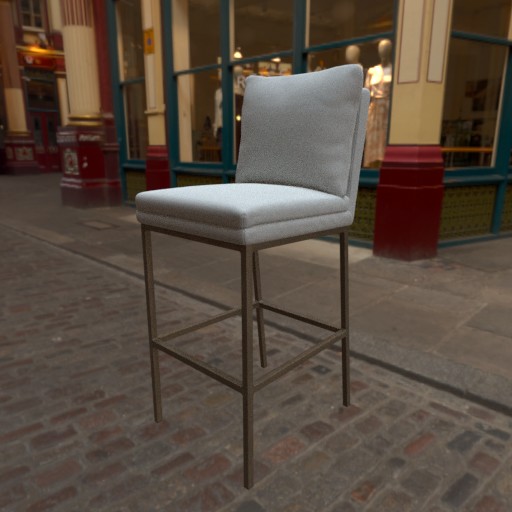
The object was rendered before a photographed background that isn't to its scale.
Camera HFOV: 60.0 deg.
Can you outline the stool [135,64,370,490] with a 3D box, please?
[{"bbox_3d":[0.000,0.000,1.396,0.463,1.125,0.572,14,20,41],"label":"stool"}]
